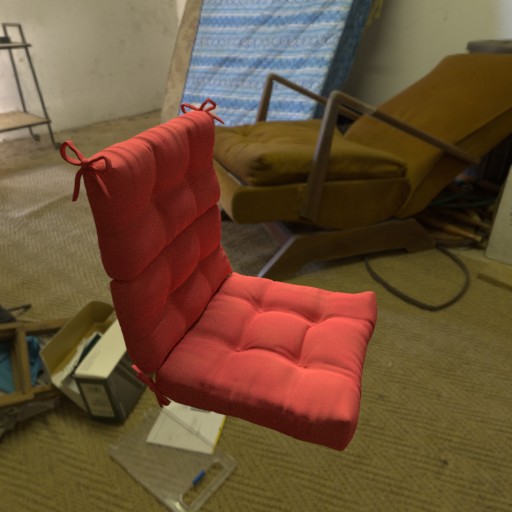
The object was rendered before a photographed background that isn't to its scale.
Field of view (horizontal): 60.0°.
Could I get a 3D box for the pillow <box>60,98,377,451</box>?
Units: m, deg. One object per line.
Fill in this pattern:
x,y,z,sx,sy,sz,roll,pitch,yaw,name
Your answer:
0.000,0.000,1.022,0.571,0.605,0.519,10,31,17,pillow
